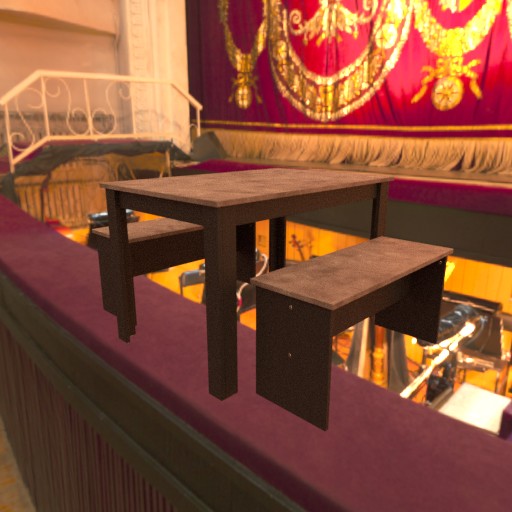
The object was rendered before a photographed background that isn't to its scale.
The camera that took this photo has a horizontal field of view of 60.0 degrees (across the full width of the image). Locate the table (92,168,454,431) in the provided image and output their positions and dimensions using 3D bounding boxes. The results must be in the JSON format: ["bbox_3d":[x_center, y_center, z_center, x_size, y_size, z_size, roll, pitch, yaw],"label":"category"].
[{"bbox_3d":[0.000,0.000,2.044,1.443,0.700,1.100,15,21,42],"label":"table"}]
